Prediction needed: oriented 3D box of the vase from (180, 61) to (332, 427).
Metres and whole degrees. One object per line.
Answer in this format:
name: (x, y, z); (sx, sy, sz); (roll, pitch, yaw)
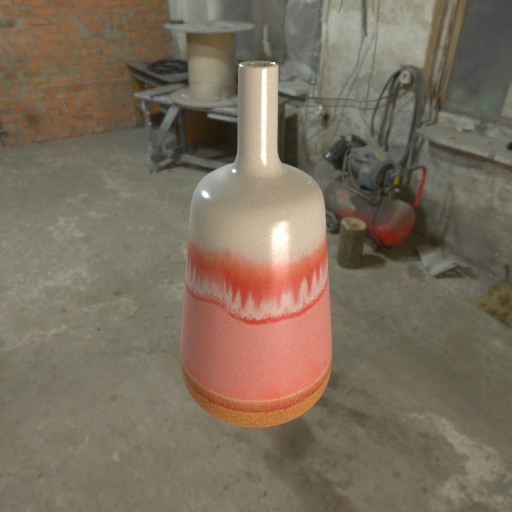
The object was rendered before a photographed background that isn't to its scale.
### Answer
vase: (0.000, 0.000, 0.368); (0.144, 0.296, 0.144); (0, 32, 0)
